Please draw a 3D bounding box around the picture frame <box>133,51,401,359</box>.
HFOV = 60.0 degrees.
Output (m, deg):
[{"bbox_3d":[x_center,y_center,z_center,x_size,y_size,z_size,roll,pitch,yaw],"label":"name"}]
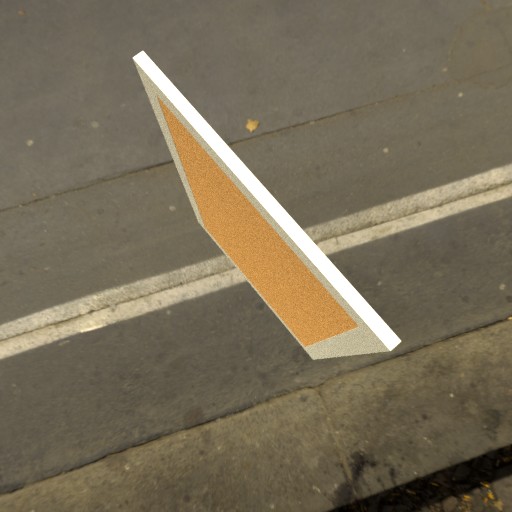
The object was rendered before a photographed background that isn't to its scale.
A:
[{"bbox_3d":[0.000,0.000,0.581,0.011,0.459,0.326,-39,79,-9],"label":"picture frame"}]
